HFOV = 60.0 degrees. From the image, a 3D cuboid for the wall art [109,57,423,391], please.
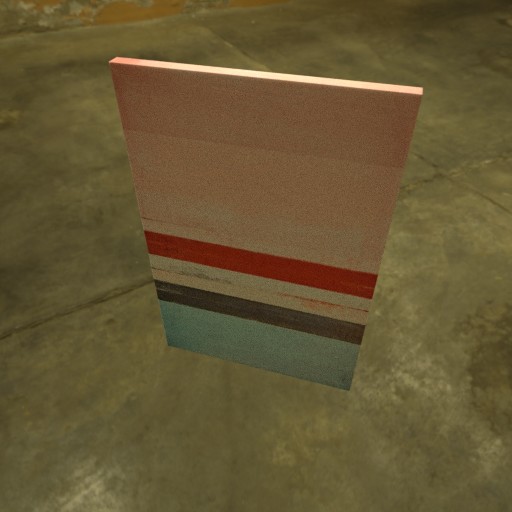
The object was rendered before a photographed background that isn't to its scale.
[{"bbox_3d":[0.000,0.000,1.141,0.610,0.914,0.038,11,42,13],"label":"wall art"}]
